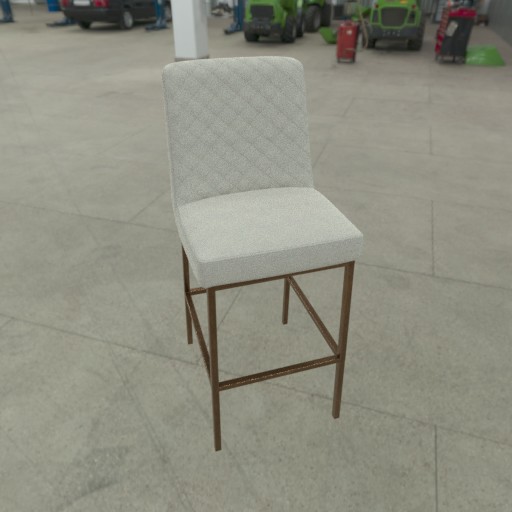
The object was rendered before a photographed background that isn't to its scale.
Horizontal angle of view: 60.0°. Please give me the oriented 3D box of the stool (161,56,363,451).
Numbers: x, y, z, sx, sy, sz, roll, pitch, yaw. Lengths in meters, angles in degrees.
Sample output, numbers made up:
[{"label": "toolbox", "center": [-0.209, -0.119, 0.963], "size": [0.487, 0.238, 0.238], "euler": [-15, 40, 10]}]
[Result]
[{"label": "stool", "center": [0.000, 0.000, 1.398], "size": [0.462, 1.084, 0.546], "euler": [-9, 34, -14]}]
